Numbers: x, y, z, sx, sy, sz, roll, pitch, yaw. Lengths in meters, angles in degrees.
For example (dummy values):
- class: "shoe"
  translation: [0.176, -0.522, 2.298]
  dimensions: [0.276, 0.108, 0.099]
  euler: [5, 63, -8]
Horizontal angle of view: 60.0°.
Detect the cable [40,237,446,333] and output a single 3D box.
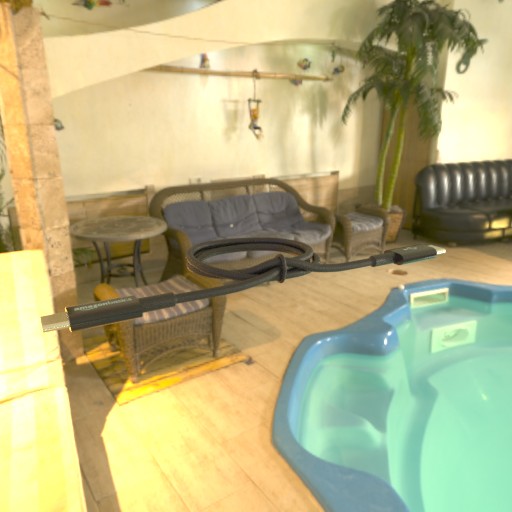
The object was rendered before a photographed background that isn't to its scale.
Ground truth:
- class: "cable"
  translation: [0.000, 0.000, 0.225]
  dimensions: [0.203, 0.014, 0.070]
  euler: [-9, 19, -28]
